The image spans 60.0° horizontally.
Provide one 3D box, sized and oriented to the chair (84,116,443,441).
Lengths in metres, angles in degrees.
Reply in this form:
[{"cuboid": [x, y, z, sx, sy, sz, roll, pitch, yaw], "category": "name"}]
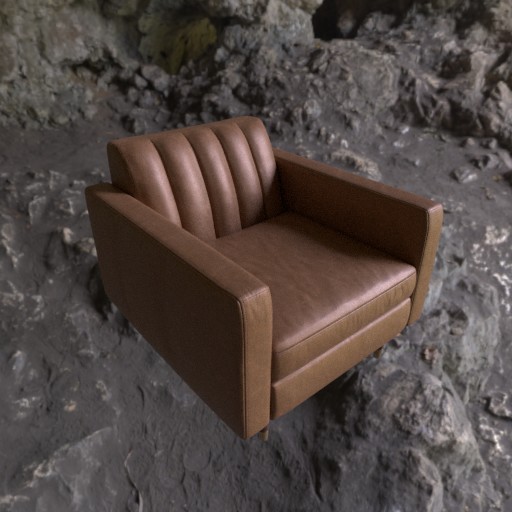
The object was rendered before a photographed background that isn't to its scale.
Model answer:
[{"cuboid": [0.000, 0.000, 1.710, 0.953, 0.819, 0.998, -23, 37, -34], "category": "chair"}]
